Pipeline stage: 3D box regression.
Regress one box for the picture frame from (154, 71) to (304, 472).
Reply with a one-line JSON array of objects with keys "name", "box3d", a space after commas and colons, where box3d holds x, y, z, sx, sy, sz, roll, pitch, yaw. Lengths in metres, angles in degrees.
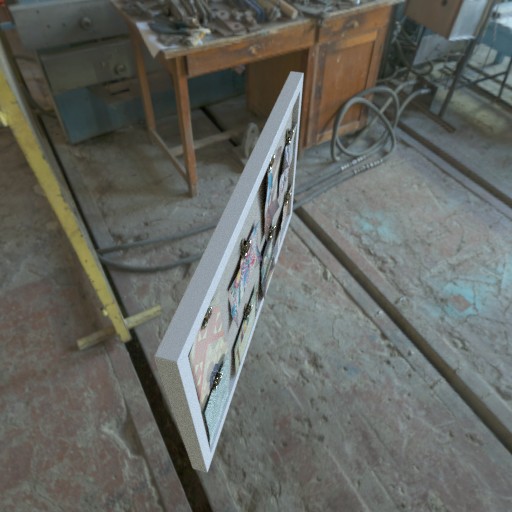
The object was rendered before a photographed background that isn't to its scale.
[{"name": "picture frame", "box3d": [0.000, 0.000, 0.801, 0.044, 0.379, 0.647, 12, 50, 10]}]
